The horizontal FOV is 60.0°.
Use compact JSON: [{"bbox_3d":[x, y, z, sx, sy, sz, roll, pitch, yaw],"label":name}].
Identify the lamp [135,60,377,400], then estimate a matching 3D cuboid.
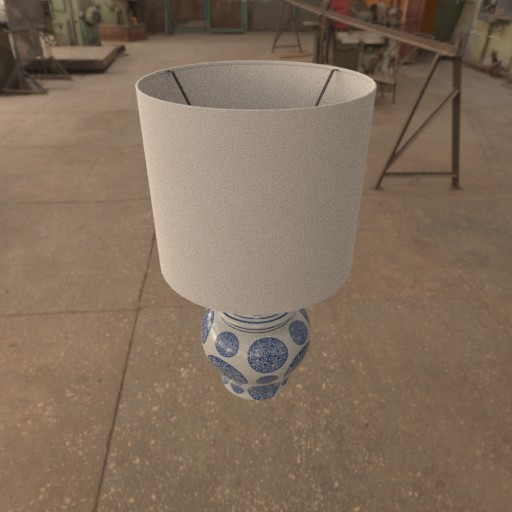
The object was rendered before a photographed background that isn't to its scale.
[{"bbox_3d":[0.000,0.000,0.507,0.215,0.381,0.215,-1,32,-2],"label":"lamp"}]
